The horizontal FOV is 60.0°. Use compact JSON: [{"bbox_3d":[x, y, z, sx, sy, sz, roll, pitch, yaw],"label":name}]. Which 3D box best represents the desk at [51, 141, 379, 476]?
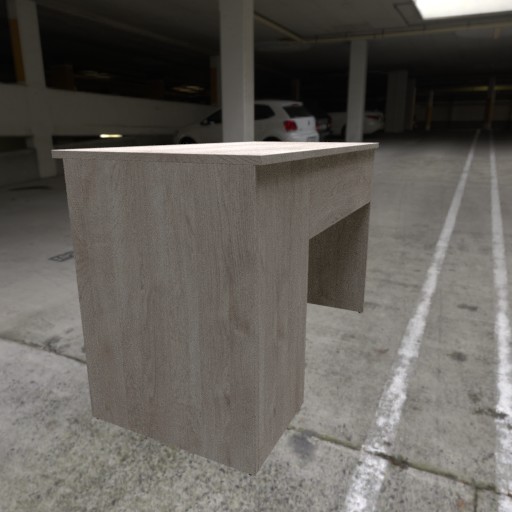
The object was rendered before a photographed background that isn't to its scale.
[{"bbox_3d":[0.000,0.000,1.521,0.560,0.735,1.097,8,17,25],"label":"desk"}]
